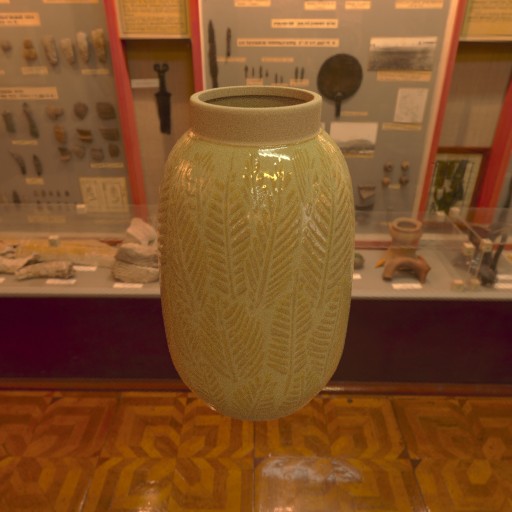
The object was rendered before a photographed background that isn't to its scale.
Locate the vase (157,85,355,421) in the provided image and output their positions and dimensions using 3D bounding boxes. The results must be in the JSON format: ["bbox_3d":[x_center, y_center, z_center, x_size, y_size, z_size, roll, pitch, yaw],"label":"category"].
[{"bbox_3d":[0.000,0.000,0.391,0.172,0.270,0.172,0,30,0],"label":"vase"}]
